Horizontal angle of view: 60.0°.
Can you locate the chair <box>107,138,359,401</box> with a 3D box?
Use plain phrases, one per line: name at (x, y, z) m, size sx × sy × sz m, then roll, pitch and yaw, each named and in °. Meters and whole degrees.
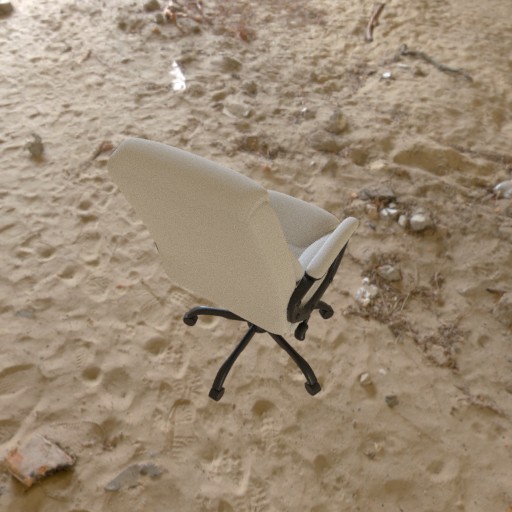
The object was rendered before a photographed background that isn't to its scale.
chair at (0.000, 0.000, 1.484) m, size 0.663 × 1.065 × 0.669 m, roll 25°, pitch 51°, yaw 22°
